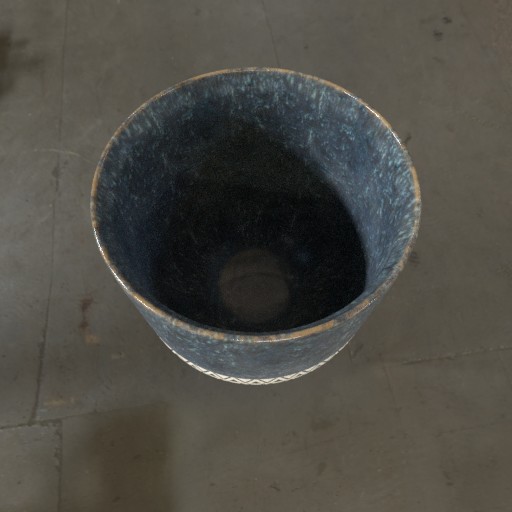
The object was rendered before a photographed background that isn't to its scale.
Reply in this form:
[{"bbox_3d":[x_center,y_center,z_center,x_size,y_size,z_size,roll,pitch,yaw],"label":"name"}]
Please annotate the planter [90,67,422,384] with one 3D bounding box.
[{"bbox_3d":[0.000,0.000,0.479,0.266,0.270,0.266,0,63,0],"label":"planter"}]
